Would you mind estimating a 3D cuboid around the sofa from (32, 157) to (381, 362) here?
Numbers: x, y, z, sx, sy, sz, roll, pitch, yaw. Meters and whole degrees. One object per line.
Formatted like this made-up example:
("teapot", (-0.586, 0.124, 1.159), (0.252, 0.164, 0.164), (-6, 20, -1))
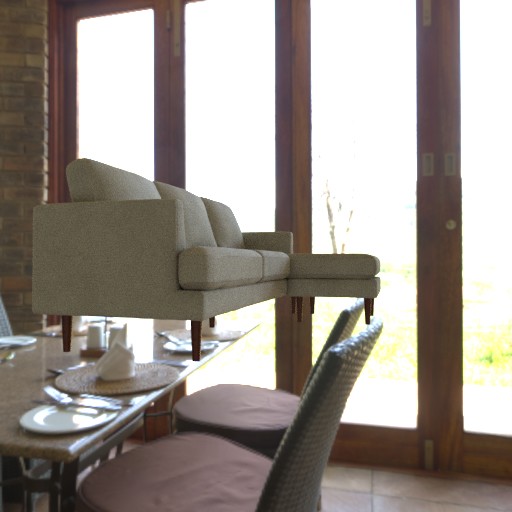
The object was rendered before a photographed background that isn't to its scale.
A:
("sofa", (0.000, 0.000, 2.892), (1.504, 0.956, 2.233), (0, -1, 17))
